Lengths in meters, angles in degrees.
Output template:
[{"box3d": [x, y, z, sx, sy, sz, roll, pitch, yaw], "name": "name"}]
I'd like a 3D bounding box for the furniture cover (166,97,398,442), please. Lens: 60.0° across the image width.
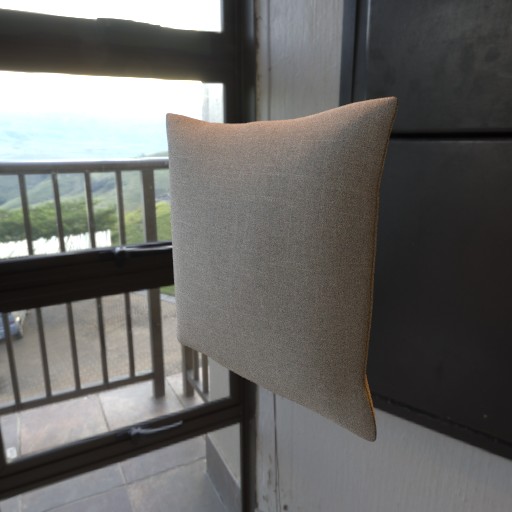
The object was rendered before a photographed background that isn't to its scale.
[{"box3d": [0.000, 0.000, 0.791, 0.512, 0.506, 0.178, 14, 20, 43], "name": "furniture cover"}]
